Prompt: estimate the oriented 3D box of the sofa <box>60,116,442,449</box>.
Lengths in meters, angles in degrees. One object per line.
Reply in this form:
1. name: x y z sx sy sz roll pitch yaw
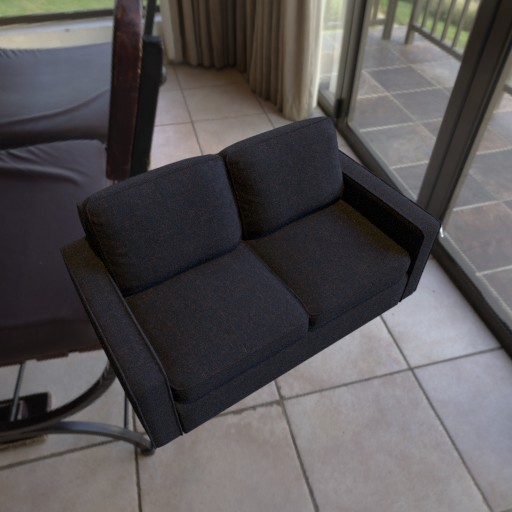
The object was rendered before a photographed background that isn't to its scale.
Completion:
1. sofa: 0.000 0.000 2.297 1.709 0.918 0.947 -25 51 -22
